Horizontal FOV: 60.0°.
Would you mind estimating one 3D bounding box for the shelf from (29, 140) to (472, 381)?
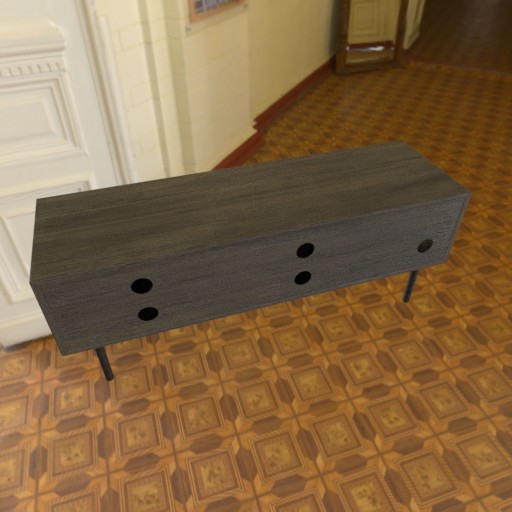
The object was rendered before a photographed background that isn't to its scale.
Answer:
[{"bbox_3d":[0.000,0.000,1.540,1.300,0.495,0.400,-12,41,-14],"label":"shelf"}]
